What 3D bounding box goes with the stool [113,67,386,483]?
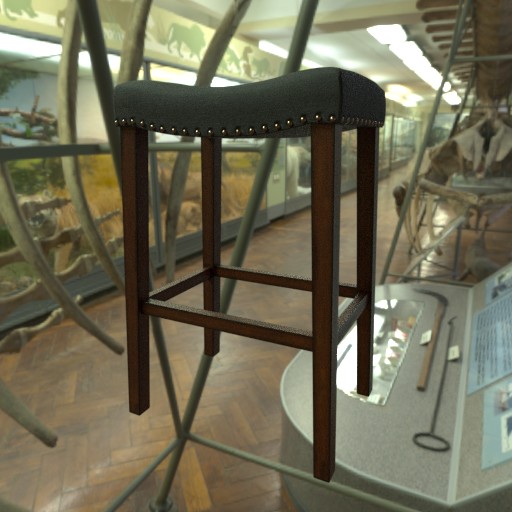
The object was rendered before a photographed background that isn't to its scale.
[{"bbox_3d":[0.000,0.000,1.021,0.502,0.760,0.366,8,17,26],"label":"stool"}]
